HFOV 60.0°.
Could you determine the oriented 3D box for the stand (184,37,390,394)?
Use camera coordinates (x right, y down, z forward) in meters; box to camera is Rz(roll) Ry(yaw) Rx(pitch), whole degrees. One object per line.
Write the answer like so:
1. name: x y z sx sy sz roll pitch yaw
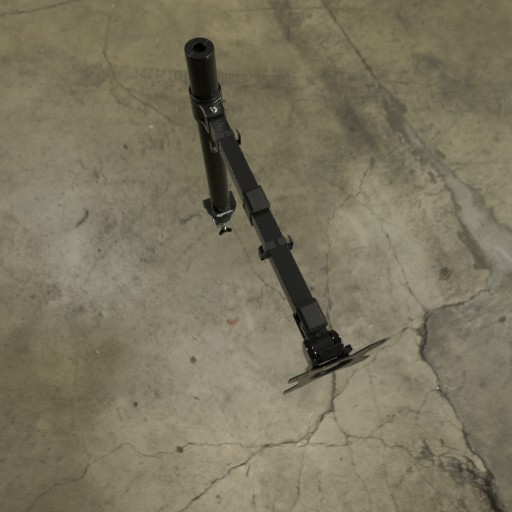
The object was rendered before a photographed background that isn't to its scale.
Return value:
1. stand: 0.000 0.000 0.731 0.115 0.510 0.456 -20 67 -9
